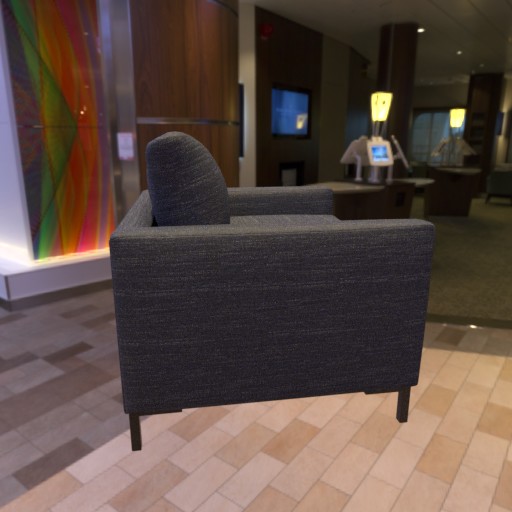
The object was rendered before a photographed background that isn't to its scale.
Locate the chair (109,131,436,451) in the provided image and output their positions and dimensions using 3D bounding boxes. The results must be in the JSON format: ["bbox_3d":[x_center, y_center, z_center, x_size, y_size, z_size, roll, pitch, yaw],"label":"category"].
[{"bbox_3d":[0.000,0.000,1.605,0.866,0.861,0.963,-2,15,-9],"label":"chair"}]
